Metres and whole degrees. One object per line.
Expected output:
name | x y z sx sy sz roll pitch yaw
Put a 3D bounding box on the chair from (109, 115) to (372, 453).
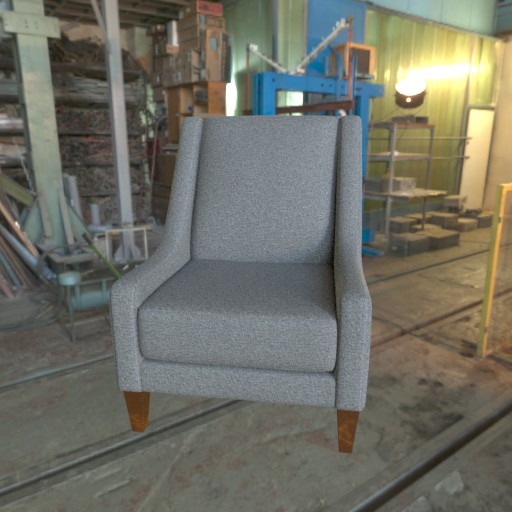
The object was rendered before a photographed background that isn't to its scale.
chair | 0.000 0.000 1.622 0.774 1.016 0.870 2 15 8
